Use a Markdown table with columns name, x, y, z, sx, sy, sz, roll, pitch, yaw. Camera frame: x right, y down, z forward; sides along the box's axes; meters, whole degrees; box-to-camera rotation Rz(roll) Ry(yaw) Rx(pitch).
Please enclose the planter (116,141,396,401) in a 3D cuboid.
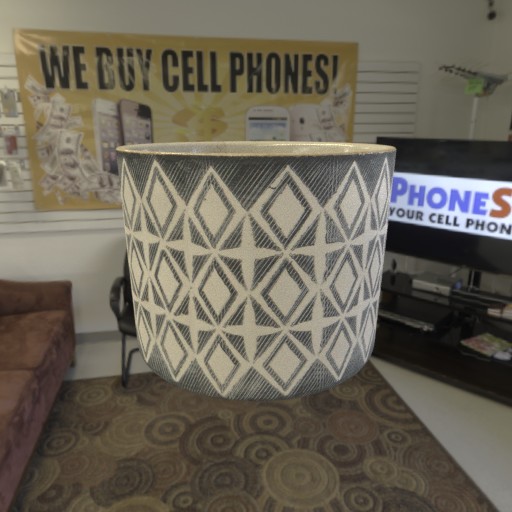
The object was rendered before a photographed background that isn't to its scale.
| name | x | y | z | sx | sy | sz | roll | pitch | yaw |
| --- | --- | --- | --- | --- | --- | --- | --- | --- | --- |
| planter | 0.000 | 0.000 | 0.340 | 0.192 | 0.165 | 0.192 | 0 | 16 | 0 |
